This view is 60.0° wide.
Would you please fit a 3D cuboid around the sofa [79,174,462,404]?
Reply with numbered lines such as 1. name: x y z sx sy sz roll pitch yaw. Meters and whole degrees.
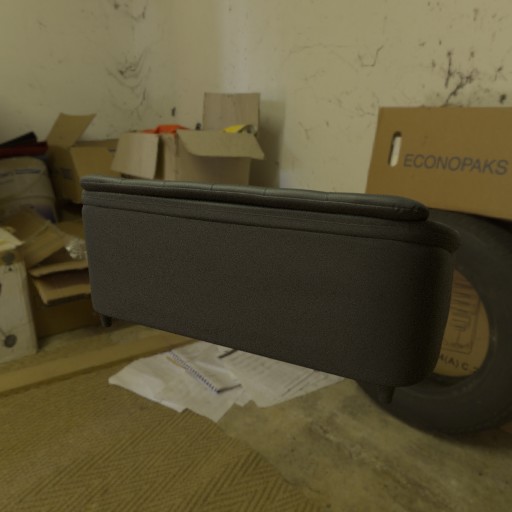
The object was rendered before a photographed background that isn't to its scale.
1. sofa: 0.000 0.000 2.209 1.829 0.811 0.800 8 19 26
